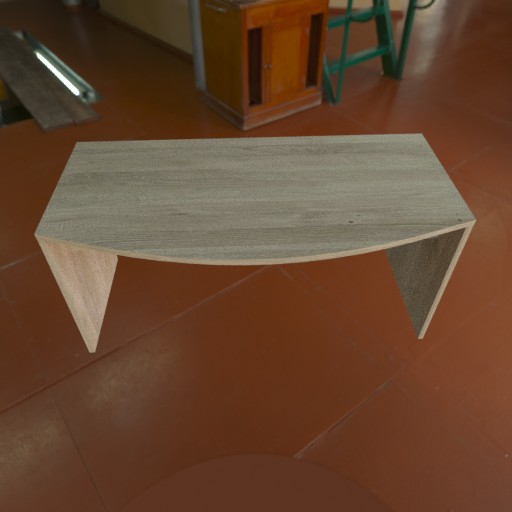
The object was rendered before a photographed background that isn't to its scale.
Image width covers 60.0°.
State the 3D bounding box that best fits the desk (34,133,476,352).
[{"bbox_3d":[0.000,0.000,2.031,1.600,0.752,0.802,-2,44,-2],"label":"desk"}]
